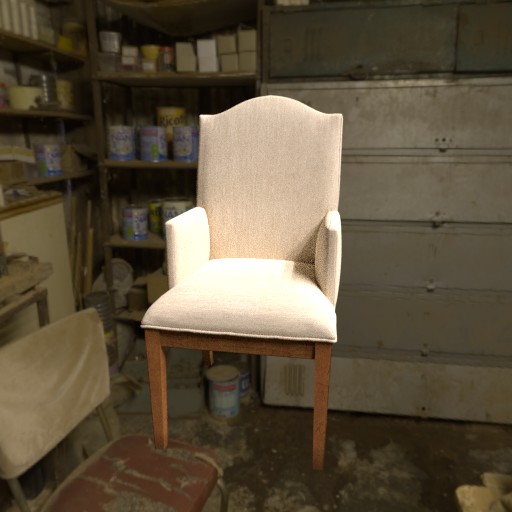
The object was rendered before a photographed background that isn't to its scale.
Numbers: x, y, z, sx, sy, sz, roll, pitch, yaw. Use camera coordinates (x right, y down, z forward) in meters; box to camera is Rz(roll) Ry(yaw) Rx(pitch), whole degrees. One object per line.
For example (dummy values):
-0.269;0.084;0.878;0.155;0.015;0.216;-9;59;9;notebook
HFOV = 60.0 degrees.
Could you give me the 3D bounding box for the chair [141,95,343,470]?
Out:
0.000;0.000;1.414;0.533;1.016;0.641;3;15;10;chair
